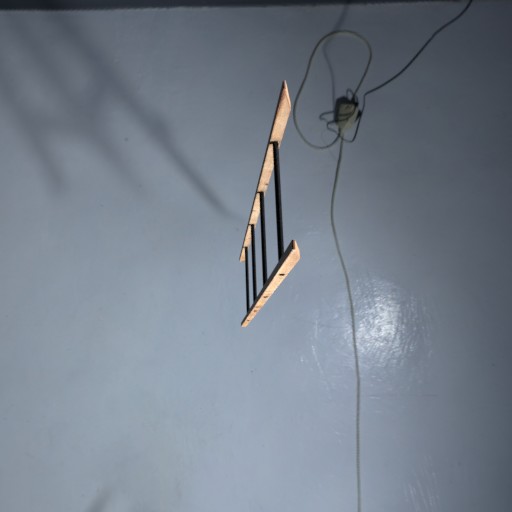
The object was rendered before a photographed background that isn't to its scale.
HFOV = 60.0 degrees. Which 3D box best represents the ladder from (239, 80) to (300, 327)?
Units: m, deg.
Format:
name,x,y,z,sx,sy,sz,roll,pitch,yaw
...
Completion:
name,x,y,z,sx,sy,sz,roll,pitch,yaw
ladder,0.000,0.000,1.923,0.200,1.805,0.442,-2,76,0
